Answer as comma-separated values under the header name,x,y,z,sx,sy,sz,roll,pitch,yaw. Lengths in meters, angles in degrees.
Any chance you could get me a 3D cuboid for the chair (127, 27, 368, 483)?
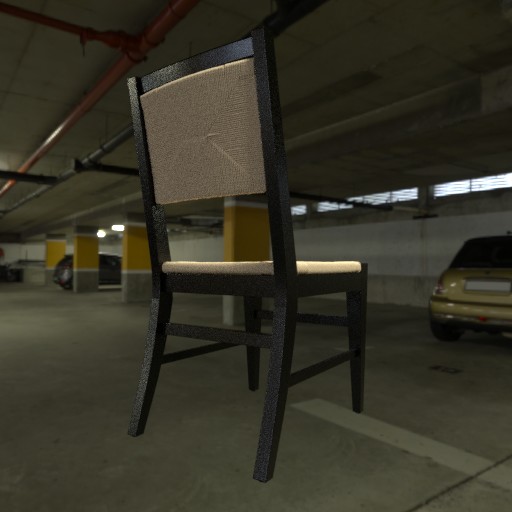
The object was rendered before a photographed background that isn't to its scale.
name,x,y,z,sx,sy,sz,roll,pitch,yaw
chair,0.000,0.000,1.233,0.437,0.927,0.552,-1,-1,36
